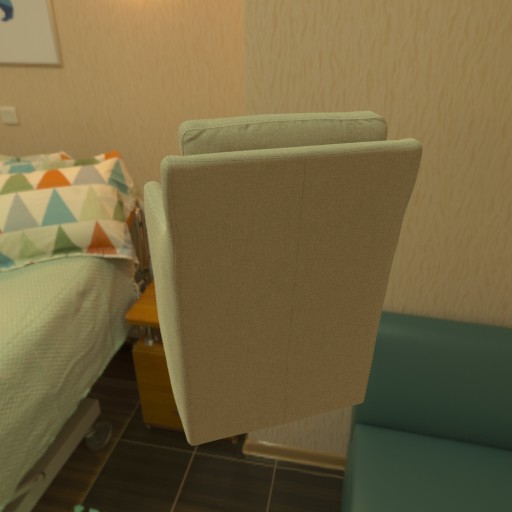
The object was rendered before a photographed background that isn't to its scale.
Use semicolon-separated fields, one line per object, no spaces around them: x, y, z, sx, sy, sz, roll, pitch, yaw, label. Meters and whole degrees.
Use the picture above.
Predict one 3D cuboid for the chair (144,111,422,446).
0.000;0.000;1.385;0.626;0.914;0.694;-8;27;-16;chair
